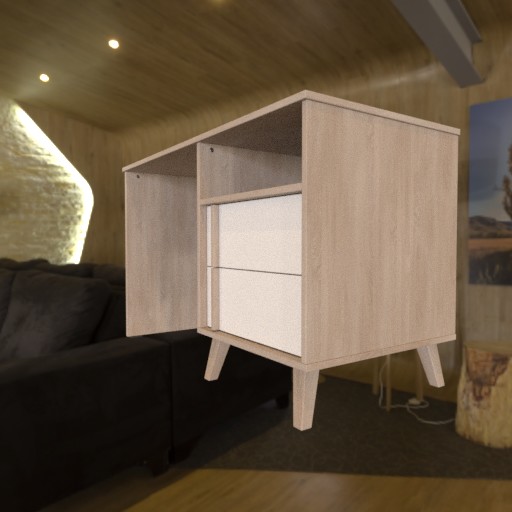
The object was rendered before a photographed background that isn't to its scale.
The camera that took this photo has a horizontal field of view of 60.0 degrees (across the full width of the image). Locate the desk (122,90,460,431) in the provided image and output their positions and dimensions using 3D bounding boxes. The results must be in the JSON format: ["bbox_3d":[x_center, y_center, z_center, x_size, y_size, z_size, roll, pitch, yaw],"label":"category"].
[{"bbox_3d":[0.000,0.000,1.662,0.600,0.770,1.251,-1,2,-35],"label":"desk"}]
